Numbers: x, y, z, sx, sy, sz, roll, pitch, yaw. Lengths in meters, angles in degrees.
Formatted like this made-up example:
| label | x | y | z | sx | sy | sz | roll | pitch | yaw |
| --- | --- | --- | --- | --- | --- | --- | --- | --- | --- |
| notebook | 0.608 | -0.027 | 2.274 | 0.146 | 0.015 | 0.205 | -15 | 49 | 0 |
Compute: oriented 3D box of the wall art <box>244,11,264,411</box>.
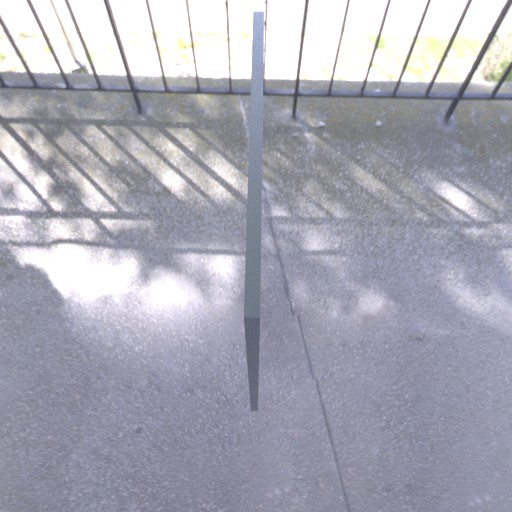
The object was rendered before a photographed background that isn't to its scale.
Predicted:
| label | x | y | z | sx | sy | sz | roll | pitch | yaw |
| --- | --- | --- | --- | --- | --- | --- | --- | --- | --- |
| wall art | 0.000 | 0.000 | 0.670 | 0.013 | 0.529 | 0.376 | 1 | 63 | 0 |
